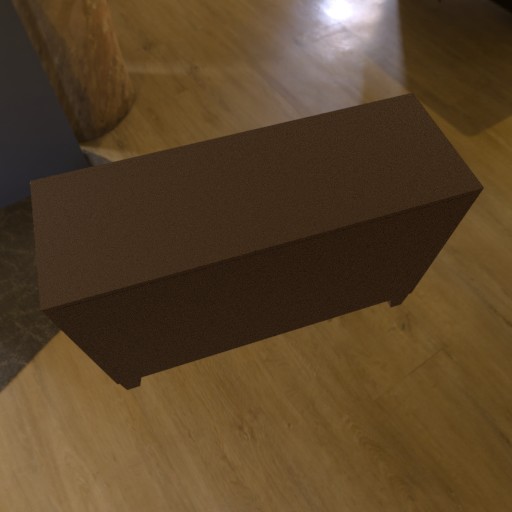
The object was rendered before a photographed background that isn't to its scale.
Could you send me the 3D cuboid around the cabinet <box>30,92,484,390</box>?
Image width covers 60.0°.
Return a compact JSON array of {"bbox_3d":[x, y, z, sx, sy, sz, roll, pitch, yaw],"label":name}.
[{"bbox_3d":[0.000,0.000,1.834,1.396,0.914,0.482,-16,61,-9],"label":"cabinet"}]
